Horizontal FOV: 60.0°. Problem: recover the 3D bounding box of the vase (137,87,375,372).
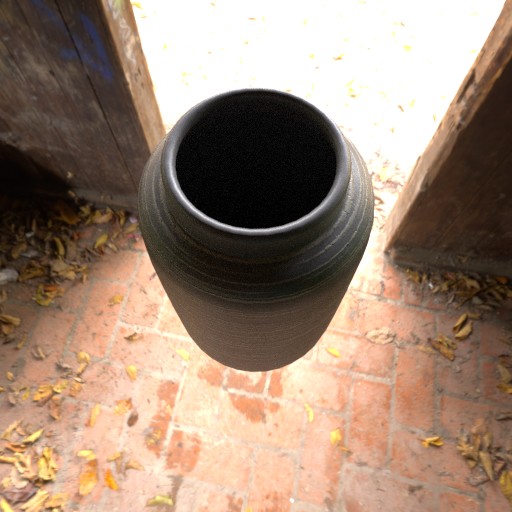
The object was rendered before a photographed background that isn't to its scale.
[{"bbox_3d":[0.000,0.000,0.694,0.297,0.499,0.297,0,65,0],"label":"vase"}]
